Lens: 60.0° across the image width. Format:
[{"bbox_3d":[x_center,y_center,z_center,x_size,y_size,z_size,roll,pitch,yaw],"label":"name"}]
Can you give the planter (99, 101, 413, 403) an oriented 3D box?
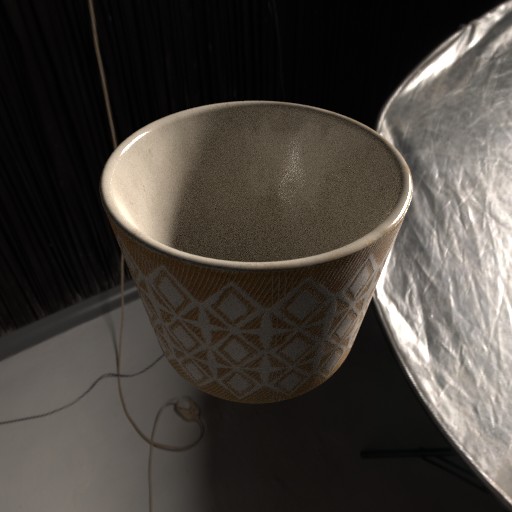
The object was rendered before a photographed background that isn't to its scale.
[{"bbox_3d":[0.000,0.000,0.219,0.126,0.104,0.126,0,42,0],"label":"planter"}]
